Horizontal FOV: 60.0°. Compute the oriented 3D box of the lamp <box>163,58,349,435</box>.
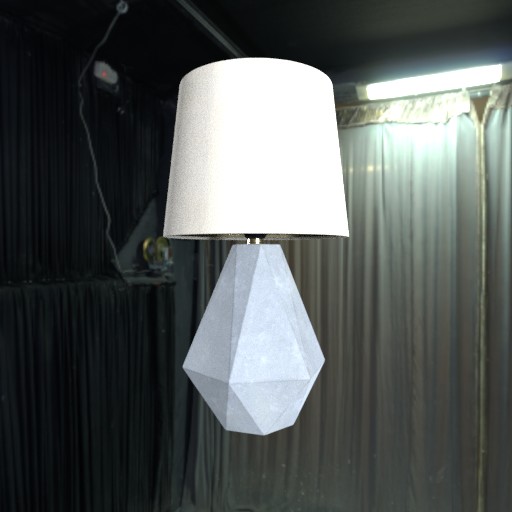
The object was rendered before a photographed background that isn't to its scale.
[{"bbox_3d":[0.000,0.000,0.674,0.276,0.501,0.276,0,0,0],"label":"lamp"}]
